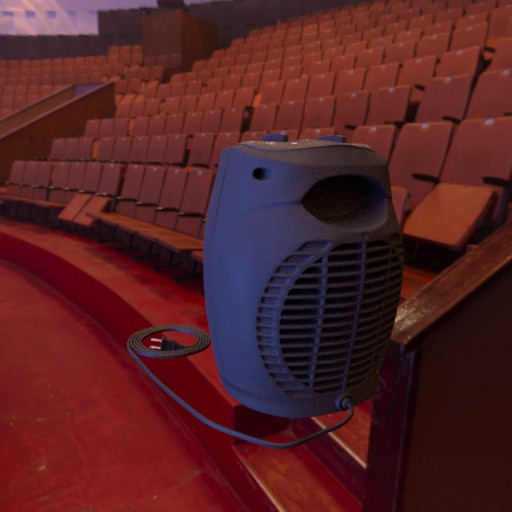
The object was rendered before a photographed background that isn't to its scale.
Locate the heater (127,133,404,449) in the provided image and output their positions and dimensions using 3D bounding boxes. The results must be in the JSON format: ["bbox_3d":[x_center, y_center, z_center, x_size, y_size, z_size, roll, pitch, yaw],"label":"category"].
[{"bbox_3d":[0.000,0.000,0.460,0.239,0.240,0.291,-6,13,-26],"label":"heater"}]
